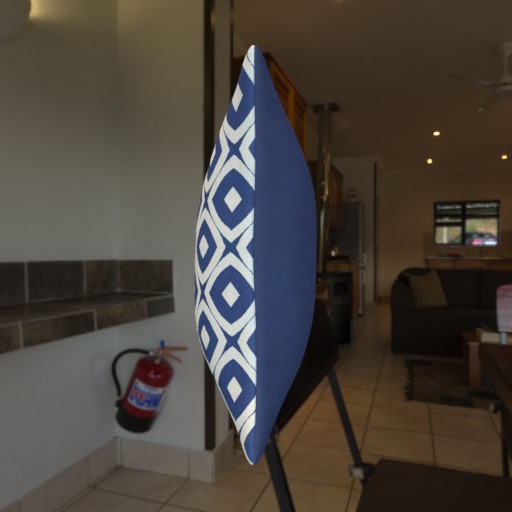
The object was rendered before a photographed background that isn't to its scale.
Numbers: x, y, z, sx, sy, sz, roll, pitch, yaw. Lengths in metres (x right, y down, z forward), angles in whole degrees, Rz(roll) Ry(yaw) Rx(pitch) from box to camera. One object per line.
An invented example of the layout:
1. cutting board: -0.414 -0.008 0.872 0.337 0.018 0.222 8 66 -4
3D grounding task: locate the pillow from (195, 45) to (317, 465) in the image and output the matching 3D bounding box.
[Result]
1. pillow: 0.000 0.000 0.767 0.188 0.494 0.504 0 0 0
